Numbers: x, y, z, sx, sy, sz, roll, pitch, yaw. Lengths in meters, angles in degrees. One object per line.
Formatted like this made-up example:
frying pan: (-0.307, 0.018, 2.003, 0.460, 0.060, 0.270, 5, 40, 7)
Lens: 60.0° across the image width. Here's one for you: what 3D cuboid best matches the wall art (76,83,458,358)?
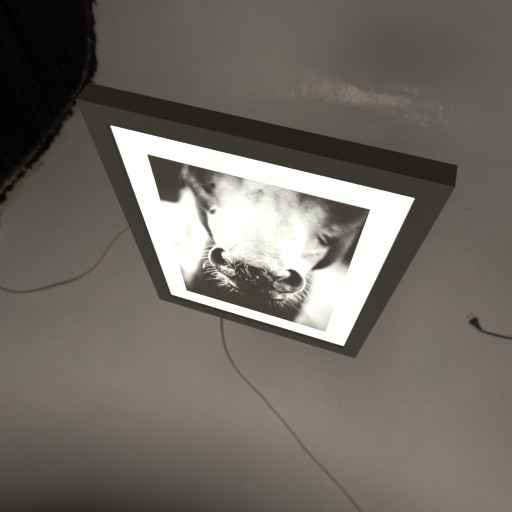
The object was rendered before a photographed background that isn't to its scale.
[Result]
wall art: (0.000, 0.000, 0.544, 0.329, 0.404, 0.024, 15, 60, 9)
